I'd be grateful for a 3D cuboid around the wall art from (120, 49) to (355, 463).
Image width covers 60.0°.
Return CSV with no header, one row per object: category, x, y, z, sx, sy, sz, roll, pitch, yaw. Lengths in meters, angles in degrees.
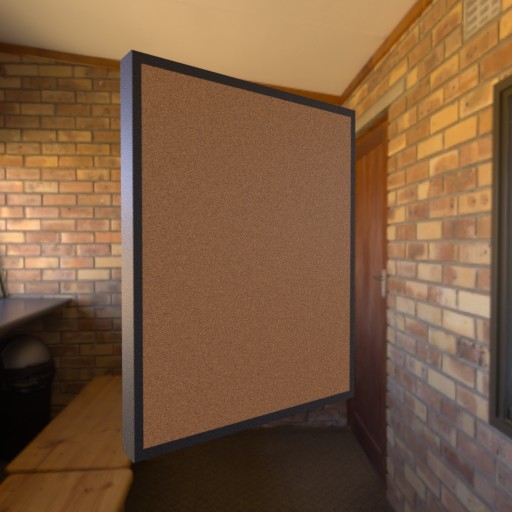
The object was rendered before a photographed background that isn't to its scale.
wall art,0.000,0.000,0.494,0.294,0.369,0.030,-1,1,-36
